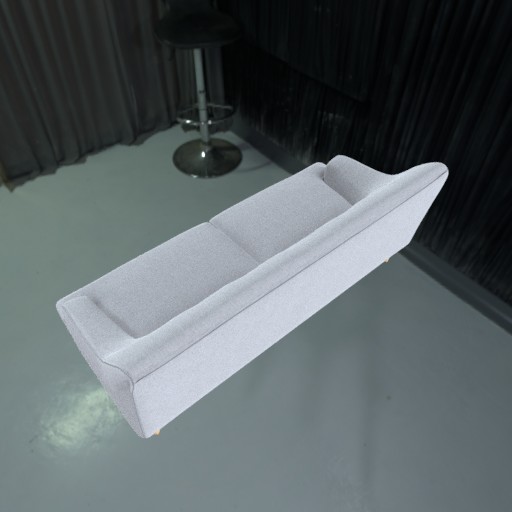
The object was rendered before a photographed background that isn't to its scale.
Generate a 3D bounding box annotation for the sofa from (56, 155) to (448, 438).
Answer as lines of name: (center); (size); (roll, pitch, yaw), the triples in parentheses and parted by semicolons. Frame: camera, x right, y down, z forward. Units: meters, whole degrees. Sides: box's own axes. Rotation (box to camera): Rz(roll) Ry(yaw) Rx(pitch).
sofa: (0.000, 0.000, 2.528); (2.057, 0.871, 0.978); (-32, 54, -26)
